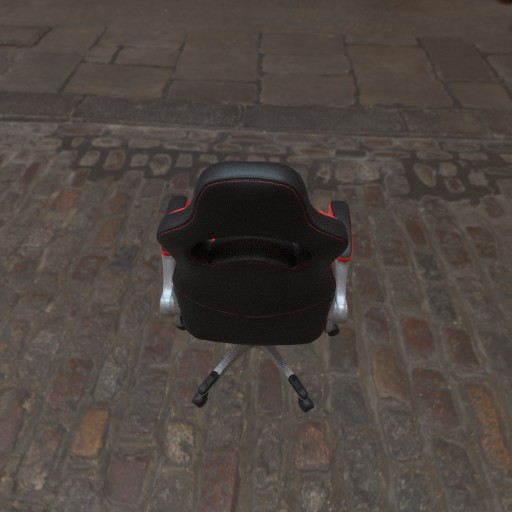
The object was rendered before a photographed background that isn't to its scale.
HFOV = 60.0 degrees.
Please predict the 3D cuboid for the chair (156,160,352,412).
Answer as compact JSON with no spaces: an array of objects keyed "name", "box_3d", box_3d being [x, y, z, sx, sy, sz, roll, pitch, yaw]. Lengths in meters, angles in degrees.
[{"name":"chair","box_3d":[0.000,0.000,1.583,0.758,1.165,0.712,2,44,2]}]
